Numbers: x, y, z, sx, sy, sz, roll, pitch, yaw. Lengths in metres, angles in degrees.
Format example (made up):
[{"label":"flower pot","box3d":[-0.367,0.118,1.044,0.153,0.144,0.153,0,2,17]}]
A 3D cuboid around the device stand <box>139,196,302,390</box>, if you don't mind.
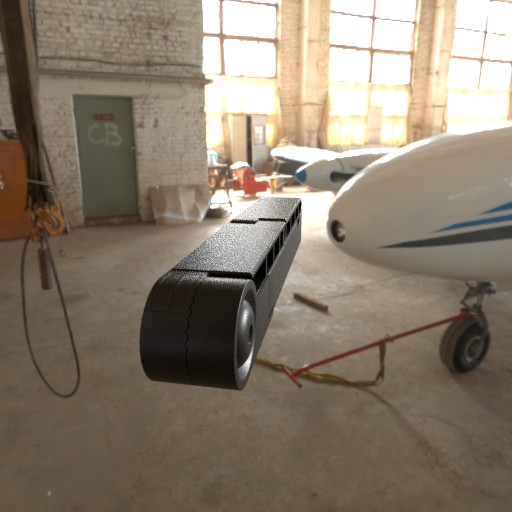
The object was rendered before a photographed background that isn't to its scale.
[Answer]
[{"label":"device stand","box3d":[0.000,0.000,0.192,0.026,0.030,0.179,3,16,11]}]
